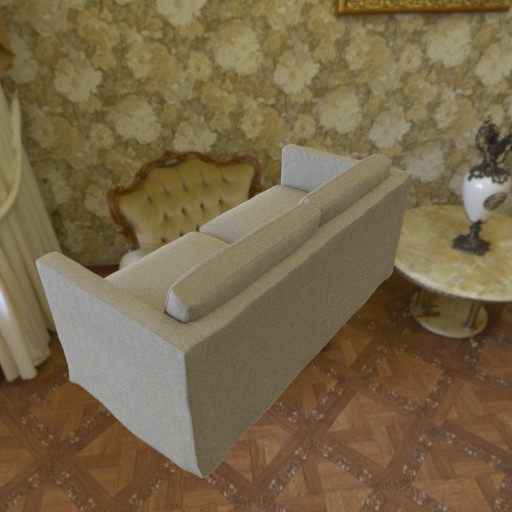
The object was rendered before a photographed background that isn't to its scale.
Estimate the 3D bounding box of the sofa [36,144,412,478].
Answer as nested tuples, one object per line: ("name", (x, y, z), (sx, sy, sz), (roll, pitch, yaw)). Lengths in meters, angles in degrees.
("sofa", (0.000, 0.000, 2.464), (0.956, 0.847, 1.987), (23, 39, 31))
